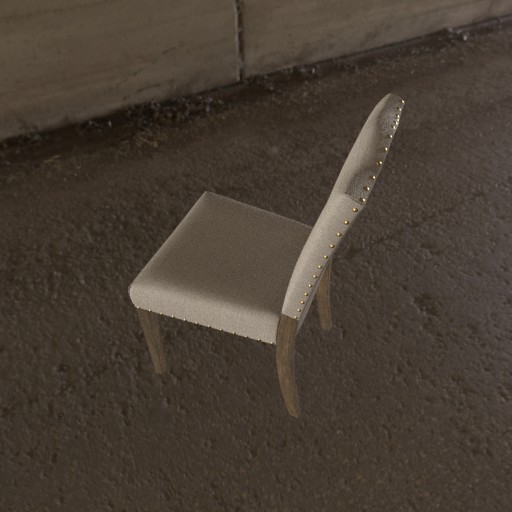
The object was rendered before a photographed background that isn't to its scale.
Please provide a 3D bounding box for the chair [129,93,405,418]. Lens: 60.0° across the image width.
[{"bbox_3d":[0.000,0.000,1.357,0.620,1.020,0.508,17,49,15],"label":"chair"}]
